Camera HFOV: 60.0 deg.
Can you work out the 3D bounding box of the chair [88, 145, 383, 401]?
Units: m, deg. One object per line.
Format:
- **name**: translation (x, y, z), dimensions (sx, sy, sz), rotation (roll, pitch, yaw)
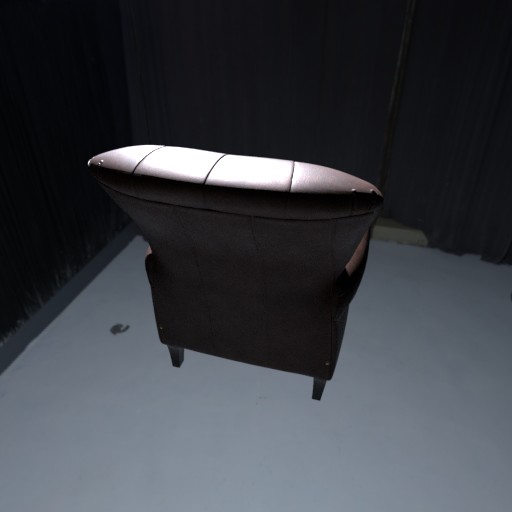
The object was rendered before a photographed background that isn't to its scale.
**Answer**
- **chair**: translation (0.000, 0.000, 1.953), dimensions (0.979, 1.162, 1.031), rotation (9, 34, 14)
